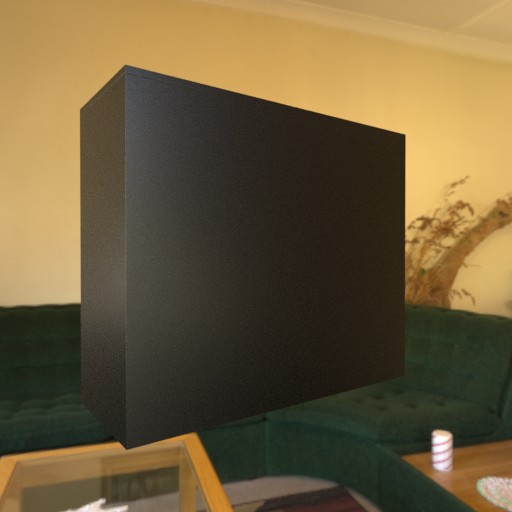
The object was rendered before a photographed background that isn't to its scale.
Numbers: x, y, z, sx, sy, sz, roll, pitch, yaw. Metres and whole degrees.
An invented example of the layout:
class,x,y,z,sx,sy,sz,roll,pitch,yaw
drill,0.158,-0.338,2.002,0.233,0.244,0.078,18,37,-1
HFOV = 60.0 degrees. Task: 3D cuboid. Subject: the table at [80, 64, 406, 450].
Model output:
class,x,y,z,sx,sy,sz,roll,pitch,yaw
table,0.000,0.000,1.334,0.930,0.790,0.380,0,1,-36
